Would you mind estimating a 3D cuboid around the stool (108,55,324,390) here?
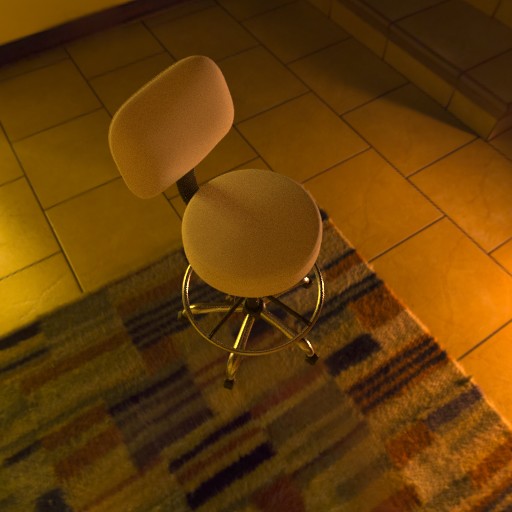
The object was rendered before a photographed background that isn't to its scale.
[{"bbox_3d":[0.000,0.000,1.438,0.616,1.080,0.609,33,64,18],"label":"stool"}]
